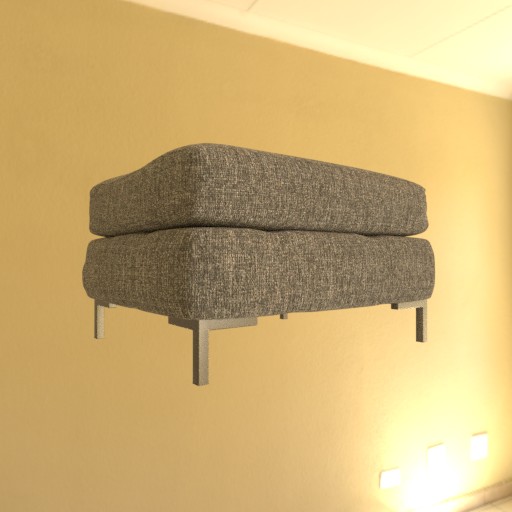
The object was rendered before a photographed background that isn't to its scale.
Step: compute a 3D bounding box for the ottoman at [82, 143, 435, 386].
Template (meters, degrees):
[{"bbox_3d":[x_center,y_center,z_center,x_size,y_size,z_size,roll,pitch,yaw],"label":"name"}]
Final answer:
[{"bbox_3d":[0.000,0.000,1.268,0.828,0.480,0.683,0,-1,-37],"label":"ottoman"}]
